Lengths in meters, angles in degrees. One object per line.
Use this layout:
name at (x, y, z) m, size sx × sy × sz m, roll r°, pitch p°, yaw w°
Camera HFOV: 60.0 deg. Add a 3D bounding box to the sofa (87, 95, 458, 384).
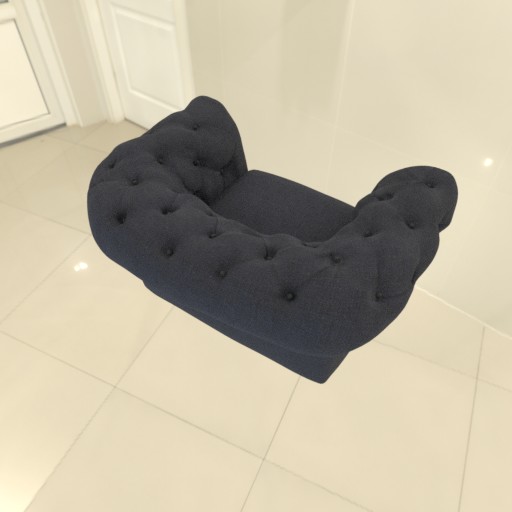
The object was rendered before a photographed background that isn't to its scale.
sofa at (0.000, 0.000, 2.028) m, size 1.405 × 0.878 × 1.032 m, roll 25°, pitch 52°, yaw 21°
